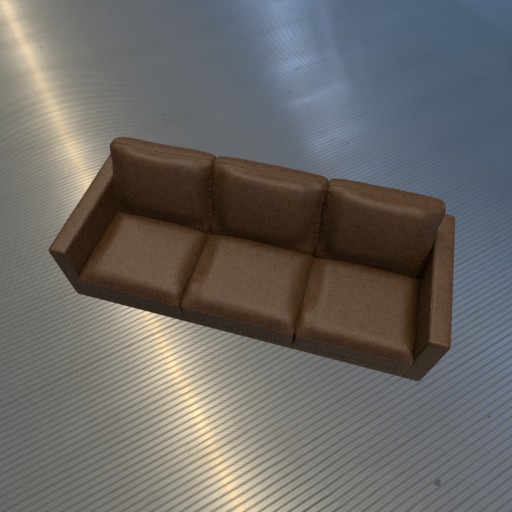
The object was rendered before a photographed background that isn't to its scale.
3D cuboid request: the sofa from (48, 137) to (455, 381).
[{"bbox_3d":[0.000,0.000,2.756,2.231,0.930,0.903,13,57,9],"label":"sofa"}]
